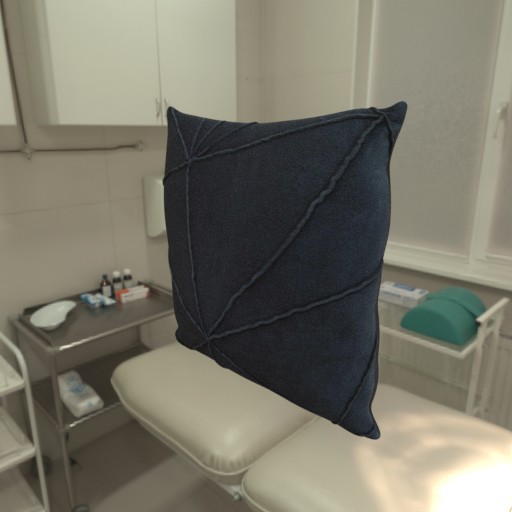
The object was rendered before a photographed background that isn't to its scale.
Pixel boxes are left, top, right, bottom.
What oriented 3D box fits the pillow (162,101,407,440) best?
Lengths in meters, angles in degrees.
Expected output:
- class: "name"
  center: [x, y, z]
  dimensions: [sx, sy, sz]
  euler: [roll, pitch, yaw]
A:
- class: "pillow"
  center: [0.000, 0.000, 0.669]
  dimensions: [0.439, 0.440, 0.183]
  euler: [15, 22, 42]
